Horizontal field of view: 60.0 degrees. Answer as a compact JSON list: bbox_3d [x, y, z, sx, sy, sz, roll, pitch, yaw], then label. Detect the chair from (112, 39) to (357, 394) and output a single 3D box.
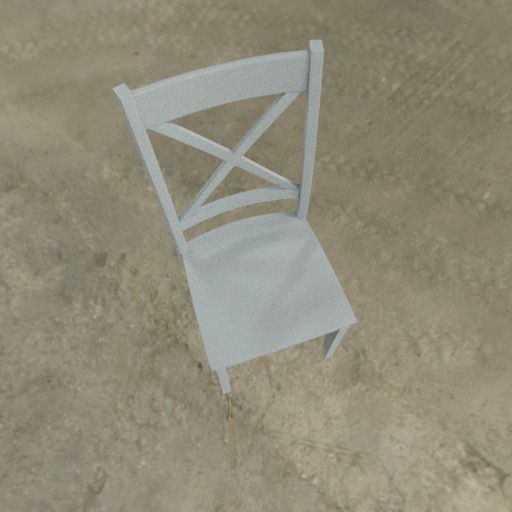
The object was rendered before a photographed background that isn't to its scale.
[{"bbox_3d":[0.000,0.000,1.321,0.485,0.983,0.542,-17,64,-8],"label":"chair"}]
